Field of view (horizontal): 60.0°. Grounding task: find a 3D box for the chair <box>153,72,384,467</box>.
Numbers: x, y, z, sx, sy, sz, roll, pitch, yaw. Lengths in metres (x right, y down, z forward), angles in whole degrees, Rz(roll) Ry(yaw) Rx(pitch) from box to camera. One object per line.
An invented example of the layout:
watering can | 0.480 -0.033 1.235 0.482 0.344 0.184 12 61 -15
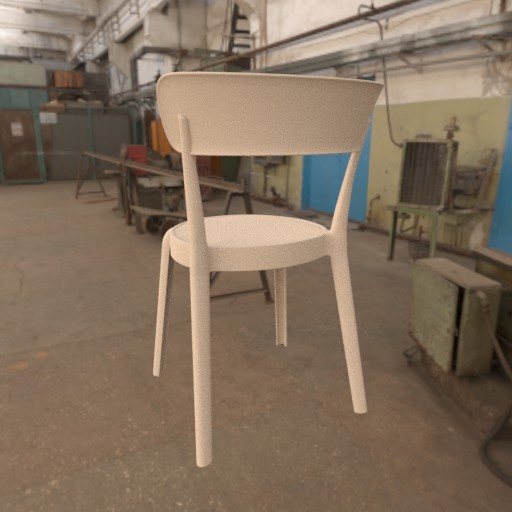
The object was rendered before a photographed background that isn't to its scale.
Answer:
chair | 0.000 0.000 1.098 0.506 0.790 0.491 -8 17 -25
